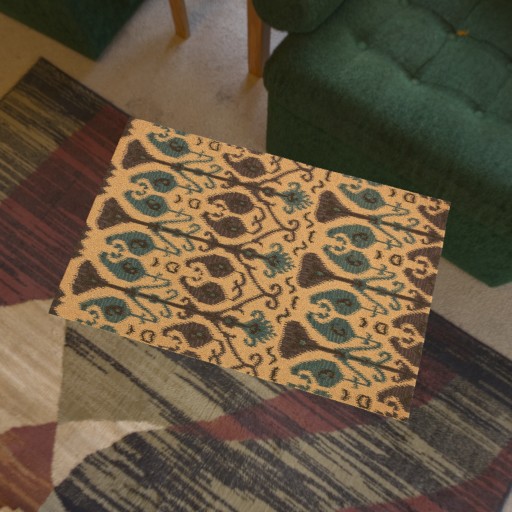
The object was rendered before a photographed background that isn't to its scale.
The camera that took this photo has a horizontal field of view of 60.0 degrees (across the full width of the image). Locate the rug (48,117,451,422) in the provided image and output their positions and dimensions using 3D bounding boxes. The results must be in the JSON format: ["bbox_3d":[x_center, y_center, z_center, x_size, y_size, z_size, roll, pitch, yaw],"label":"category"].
[{"bbox_3d":[0.000,0.000,2.123,1.698,0.013,1.072,16,76,4],"label":"rug"}]
